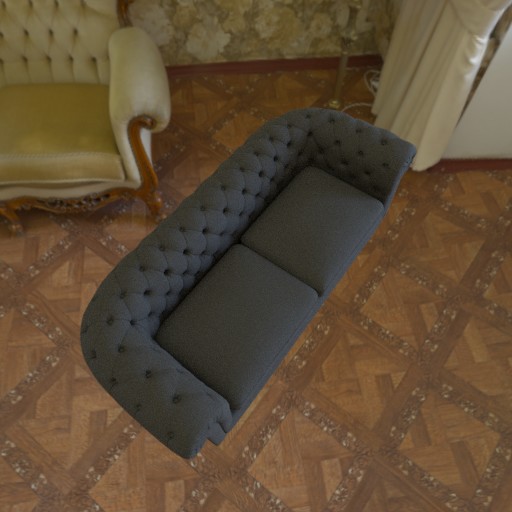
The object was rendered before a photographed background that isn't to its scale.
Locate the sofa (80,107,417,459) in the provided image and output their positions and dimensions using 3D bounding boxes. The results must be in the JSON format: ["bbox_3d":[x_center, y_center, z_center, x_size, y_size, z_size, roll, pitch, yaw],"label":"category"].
[{"bbox_3d":[0.000,0.000,2.830,0.991,0.762,2.362,32,64,18],"label":"sofa"}]
